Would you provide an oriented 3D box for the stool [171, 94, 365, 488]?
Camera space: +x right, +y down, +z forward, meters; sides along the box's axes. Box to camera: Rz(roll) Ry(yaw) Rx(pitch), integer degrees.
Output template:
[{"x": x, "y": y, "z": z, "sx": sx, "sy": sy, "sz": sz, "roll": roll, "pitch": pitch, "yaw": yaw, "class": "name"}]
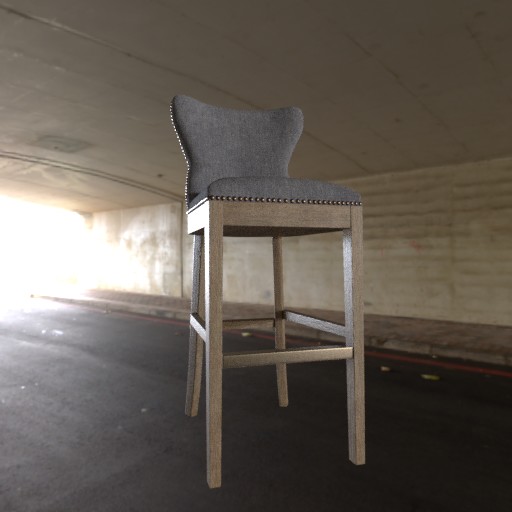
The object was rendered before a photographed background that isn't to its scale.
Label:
[{"x": 0.000, "y": 0.000, "z": 1.415, "sx": 0.494, "sy": 1.123, "sz": 0.606, "roll": 0, "pitch": 0, "yaw": -17, "class": "stool"}]
